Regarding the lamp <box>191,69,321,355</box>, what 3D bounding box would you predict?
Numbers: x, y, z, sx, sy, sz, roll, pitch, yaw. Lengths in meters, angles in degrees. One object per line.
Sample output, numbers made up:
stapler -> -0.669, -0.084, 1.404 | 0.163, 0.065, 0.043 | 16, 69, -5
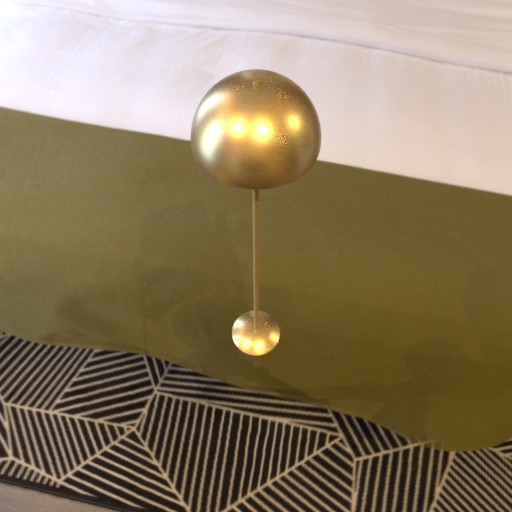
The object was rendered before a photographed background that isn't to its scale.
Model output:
lamp -> 0.000, 0.000, 1.606 | 0.328, 1.480, 0.328 | -17, 60, -10
